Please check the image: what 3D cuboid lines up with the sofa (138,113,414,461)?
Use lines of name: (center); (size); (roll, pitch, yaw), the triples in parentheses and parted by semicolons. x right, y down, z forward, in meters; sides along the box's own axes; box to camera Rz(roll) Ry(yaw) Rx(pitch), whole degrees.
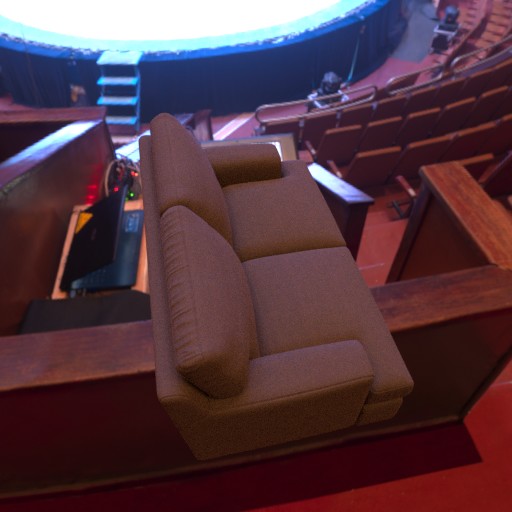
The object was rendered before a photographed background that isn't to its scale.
sofa: (0.000, 0.000, 2.519); (1.140, 0.950, 1.869); (-9, 48, -8)
